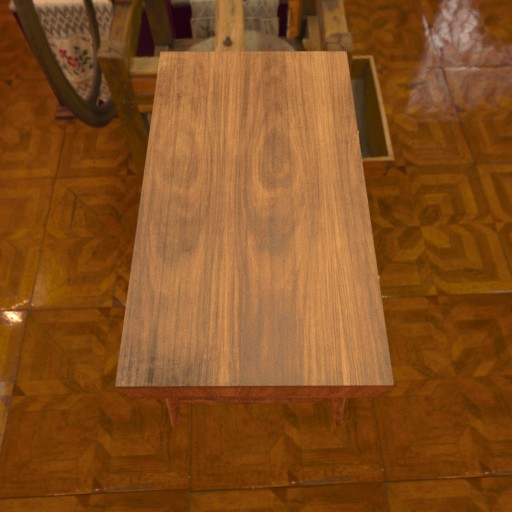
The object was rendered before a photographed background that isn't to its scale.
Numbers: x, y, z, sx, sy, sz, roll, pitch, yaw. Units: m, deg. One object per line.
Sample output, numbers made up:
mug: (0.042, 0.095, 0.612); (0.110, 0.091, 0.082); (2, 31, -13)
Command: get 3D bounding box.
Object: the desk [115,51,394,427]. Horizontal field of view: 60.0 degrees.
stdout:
desk: (0.000, 0.000, 1.412); (0.588, 0.758, 0.949); (0, 63, 0)
